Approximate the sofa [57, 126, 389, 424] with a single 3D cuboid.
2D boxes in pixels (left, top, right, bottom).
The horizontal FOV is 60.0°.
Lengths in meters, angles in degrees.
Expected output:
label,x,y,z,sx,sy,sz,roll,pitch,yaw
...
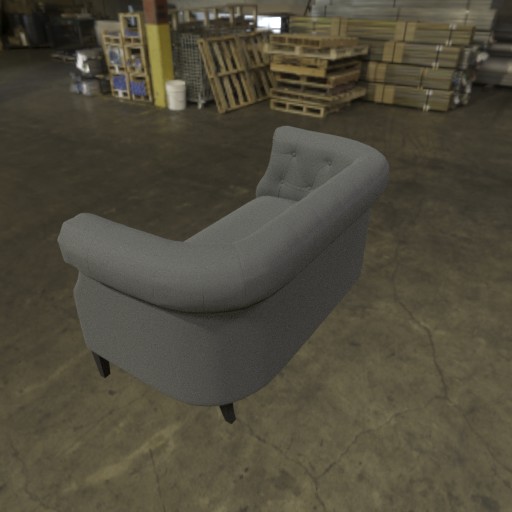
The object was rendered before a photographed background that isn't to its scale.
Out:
label,x,y,z,sx,sy,sz,roll,pitch,yaw
sofa,0.000,0.000,2.079,0.835,0.827,1.558,20,37,29
